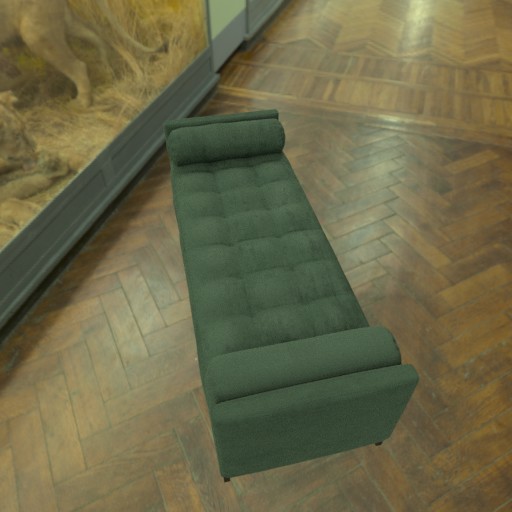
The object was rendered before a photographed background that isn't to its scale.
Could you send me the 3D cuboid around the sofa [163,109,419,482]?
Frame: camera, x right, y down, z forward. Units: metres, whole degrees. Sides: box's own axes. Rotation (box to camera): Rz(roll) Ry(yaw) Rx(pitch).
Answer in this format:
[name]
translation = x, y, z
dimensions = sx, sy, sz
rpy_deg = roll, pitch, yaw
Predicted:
[sofa]
translation = 0.000, 0.000, 2.492
dimensions = 0.817, 0.681, 2.130
rpy_deg = -9, 47, -9
